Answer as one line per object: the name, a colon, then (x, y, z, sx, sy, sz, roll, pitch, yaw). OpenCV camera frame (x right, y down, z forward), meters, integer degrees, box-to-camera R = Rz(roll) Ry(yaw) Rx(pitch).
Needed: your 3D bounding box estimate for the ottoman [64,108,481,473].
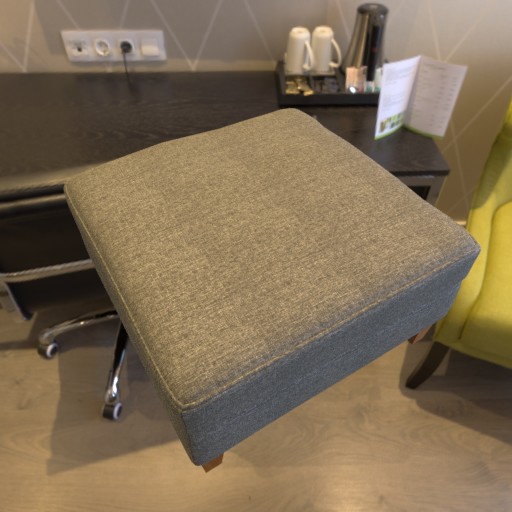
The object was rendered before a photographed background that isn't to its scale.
ottoman: (0.000, 0.000, 1.308, 0.838, 0.481, 0.838, -24, 51, -21)
